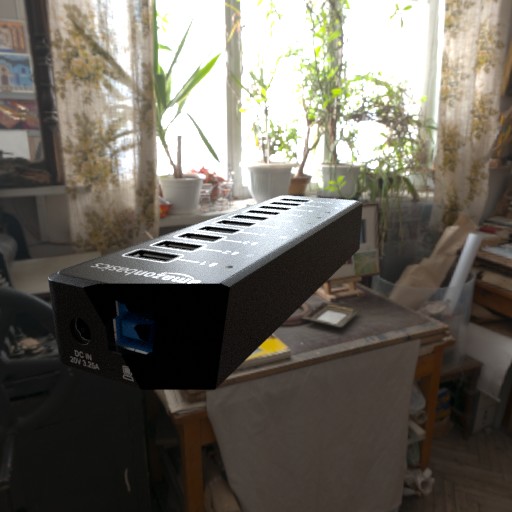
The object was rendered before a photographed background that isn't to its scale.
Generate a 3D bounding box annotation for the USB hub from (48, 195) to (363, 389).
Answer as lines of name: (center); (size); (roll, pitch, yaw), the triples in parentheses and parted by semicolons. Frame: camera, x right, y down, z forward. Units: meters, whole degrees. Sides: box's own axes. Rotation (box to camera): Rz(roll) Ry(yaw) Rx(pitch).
USB hub: (0.000, 0.000, 0.162); (0.044, 0.023, 0.145); (8, 18, 25)
